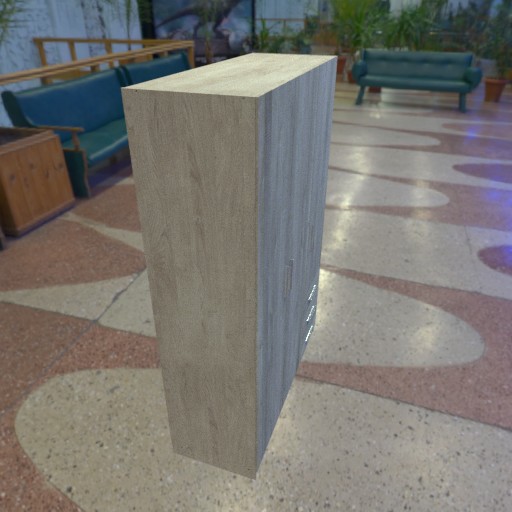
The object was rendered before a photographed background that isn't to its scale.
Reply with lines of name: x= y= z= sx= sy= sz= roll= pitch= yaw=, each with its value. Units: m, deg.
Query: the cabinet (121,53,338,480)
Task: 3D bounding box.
cabinet: x=0.000 y=0.000 z=2.431 sx=0.510 sy=1.910 sz=1.290 roll=10 pitch=31 yaw=17
